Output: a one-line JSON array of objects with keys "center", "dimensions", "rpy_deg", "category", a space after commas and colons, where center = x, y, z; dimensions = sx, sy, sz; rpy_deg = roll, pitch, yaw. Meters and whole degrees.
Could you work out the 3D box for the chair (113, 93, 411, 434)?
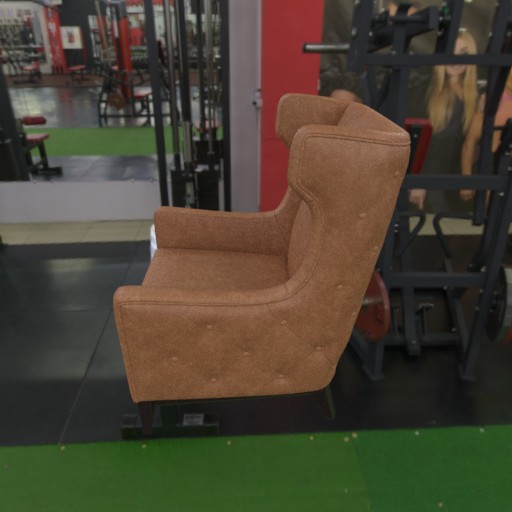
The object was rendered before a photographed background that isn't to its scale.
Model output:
[{"center": [0.000, 0.000, 1.667], "dimensions": [0.899, 1.079, 0.766], "rpy_deg": [0, 27, -1], "category": "chair"}]
